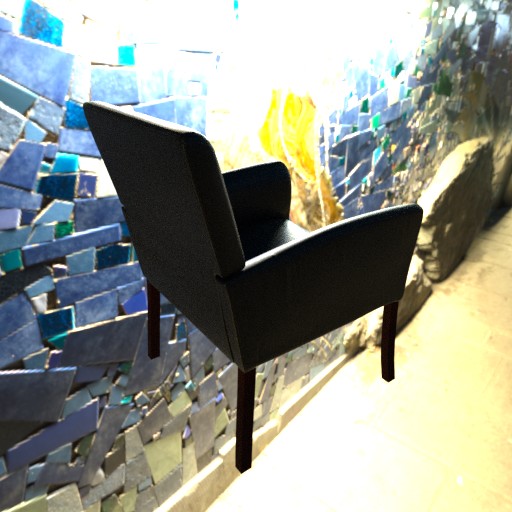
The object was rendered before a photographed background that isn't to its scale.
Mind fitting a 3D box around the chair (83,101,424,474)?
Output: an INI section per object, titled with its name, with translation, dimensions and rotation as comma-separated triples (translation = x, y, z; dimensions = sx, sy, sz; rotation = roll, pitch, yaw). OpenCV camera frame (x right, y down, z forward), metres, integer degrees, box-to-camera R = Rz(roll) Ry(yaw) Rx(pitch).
[chair]
translation = 0.000, 0.000, 1.431
dimensions = 0.772, 0.951, 0.683
rotation = -17, 31, -32
